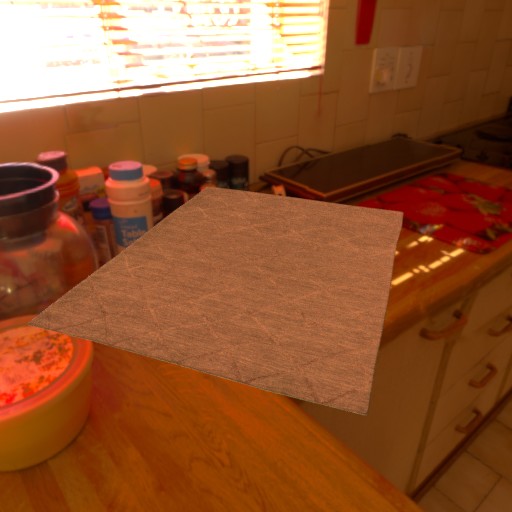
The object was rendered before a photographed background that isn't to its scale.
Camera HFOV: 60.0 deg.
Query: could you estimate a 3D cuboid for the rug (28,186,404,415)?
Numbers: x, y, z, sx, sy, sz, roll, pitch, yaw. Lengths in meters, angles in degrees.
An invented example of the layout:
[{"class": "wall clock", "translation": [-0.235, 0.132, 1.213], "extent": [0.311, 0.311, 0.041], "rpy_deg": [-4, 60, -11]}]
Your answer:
[{"class": "rug", "translation": [0.000, 0.000, 4.077], "extent": [2.438, 0.013, 3.048], "rpy_deg": [10, 31, 17]}]
